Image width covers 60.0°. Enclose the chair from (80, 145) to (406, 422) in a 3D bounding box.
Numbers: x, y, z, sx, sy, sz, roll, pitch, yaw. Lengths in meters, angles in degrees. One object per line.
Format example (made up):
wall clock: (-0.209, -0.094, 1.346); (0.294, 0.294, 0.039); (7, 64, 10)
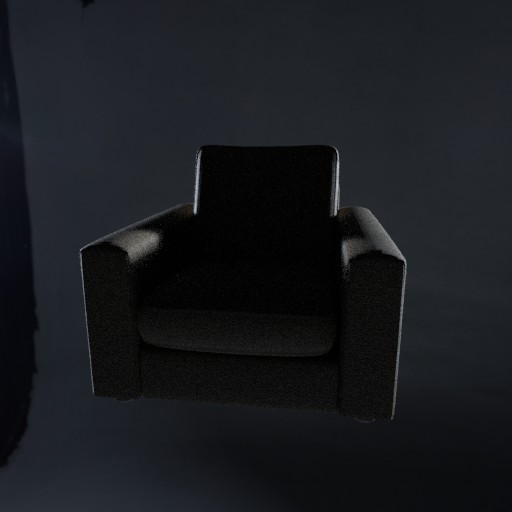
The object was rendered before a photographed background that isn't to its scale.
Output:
chair: (0.000, 0.000, 1.797); (1.005, 0.873, 1.016); (2, 14, 8)
